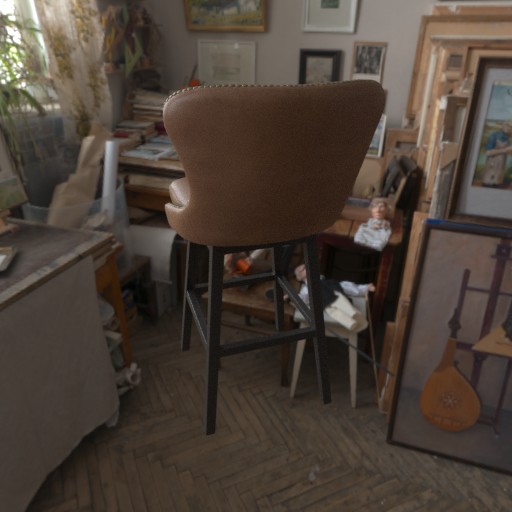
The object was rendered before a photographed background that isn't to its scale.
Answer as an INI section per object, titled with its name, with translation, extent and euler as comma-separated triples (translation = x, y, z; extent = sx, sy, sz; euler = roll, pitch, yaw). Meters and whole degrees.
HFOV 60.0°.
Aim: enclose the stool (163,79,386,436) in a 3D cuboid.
[stool]
translation = 0.000, 0.000, 1.360
extent = 0.528, 1.050, 0.601
euler = -9, 28, -16
